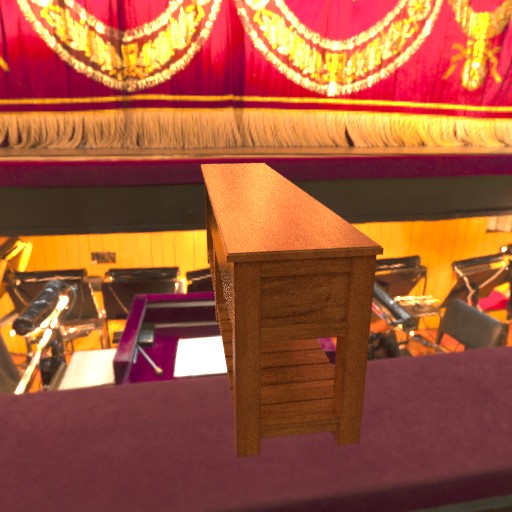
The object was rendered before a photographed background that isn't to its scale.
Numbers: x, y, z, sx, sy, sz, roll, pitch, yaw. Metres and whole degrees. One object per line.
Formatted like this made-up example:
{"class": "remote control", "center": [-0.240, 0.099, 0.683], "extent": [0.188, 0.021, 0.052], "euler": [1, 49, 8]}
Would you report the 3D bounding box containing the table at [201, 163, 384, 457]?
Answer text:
{"class": "table", "center": [0.000, 0.000, 2.067], "extent": [0.425, 0.635, 1.815], "euler": [-3, 19, -8]}
